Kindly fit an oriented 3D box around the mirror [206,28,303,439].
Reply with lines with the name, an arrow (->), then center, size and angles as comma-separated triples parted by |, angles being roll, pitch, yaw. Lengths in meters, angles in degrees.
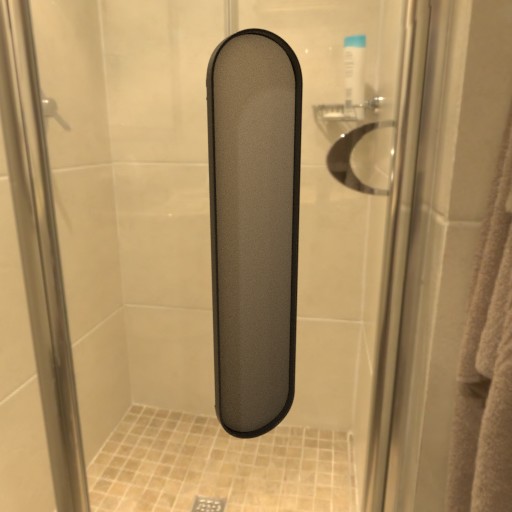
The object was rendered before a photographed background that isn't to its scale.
mirror -> 0.000, 0.000, 1.067 | 0.222, 0.991, 0.032 | -8, 17, -26
